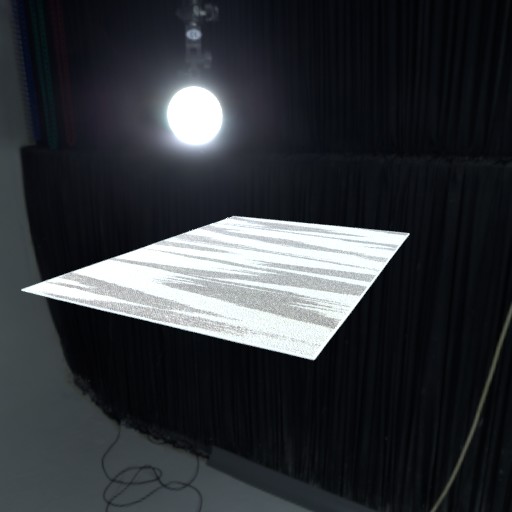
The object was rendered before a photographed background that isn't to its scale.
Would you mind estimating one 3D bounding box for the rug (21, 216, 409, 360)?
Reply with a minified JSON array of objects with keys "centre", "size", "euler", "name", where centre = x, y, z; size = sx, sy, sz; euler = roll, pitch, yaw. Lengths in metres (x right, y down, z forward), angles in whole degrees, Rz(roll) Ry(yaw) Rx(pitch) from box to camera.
[{"centre":[0.000,0.000,2.774],"size":[1.533,0.010,2.142],"euler":[8,18,26],"name":"rug"}]
